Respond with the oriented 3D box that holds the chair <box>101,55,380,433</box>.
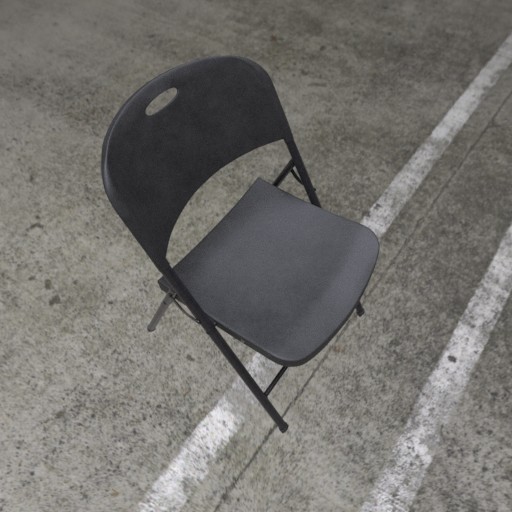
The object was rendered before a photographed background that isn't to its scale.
[{"bbox_3d":[0.000,0.000,1.154,0.566,0.810,0.494,32,63,18],"label":"chair"}]
